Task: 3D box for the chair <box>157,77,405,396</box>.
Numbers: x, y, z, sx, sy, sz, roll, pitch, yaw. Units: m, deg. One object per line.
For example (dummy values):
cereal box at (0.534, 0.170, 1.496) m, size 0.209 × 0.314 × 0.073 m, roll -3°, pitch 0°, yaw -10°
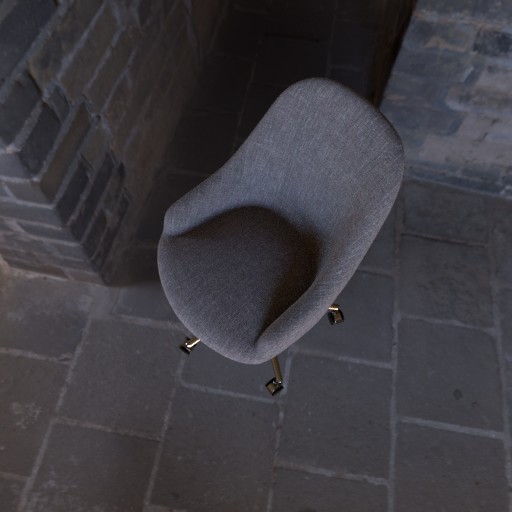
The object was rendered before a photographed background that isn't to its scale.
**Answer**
chair at (0.000, 0.000, 1.451) m, size 0.712 × 0.950 × 0.671 m, roll -34°, pitch 68°, yaw -16°
